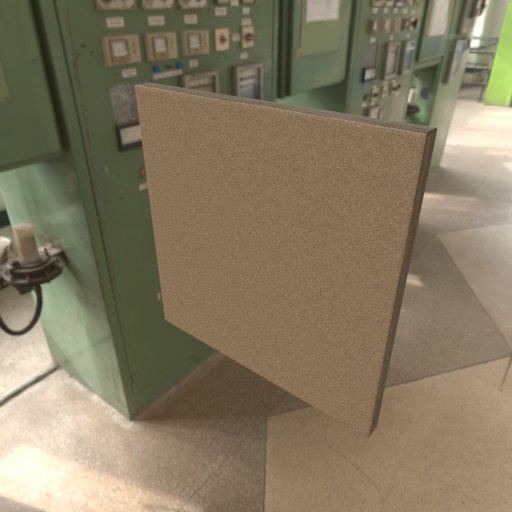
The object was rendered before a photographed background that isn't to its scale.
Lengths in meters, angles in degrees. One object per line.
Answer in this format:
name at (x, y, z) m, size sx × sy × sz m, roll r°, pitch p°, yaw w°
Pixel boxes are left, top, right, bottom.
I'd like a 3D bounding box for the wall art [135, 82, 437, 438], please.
wall art at (0.000, 0.000, 1.124) m, size 0.749 × 0.751 × 0.050 m, roll 22°, pitch 37°, yaw 33°
